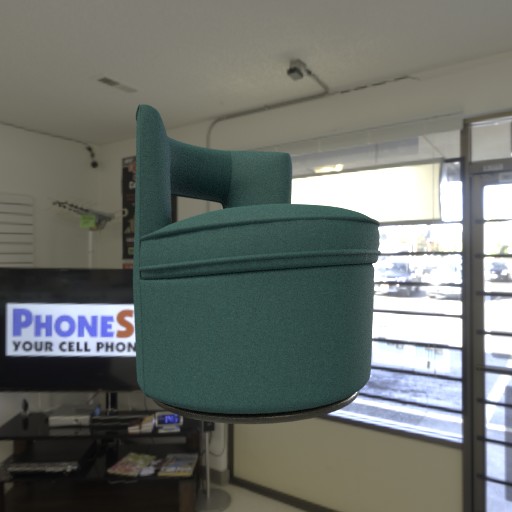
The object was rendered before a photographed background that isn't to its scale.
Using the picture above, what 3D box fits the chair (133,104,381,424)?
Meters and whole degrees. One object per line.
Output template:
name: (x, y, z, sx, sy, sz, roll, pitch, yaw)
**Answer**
chair: (0.000, 0.000, 1.215, 0.660, 0.711, 0.684, 0, 0, 37)
